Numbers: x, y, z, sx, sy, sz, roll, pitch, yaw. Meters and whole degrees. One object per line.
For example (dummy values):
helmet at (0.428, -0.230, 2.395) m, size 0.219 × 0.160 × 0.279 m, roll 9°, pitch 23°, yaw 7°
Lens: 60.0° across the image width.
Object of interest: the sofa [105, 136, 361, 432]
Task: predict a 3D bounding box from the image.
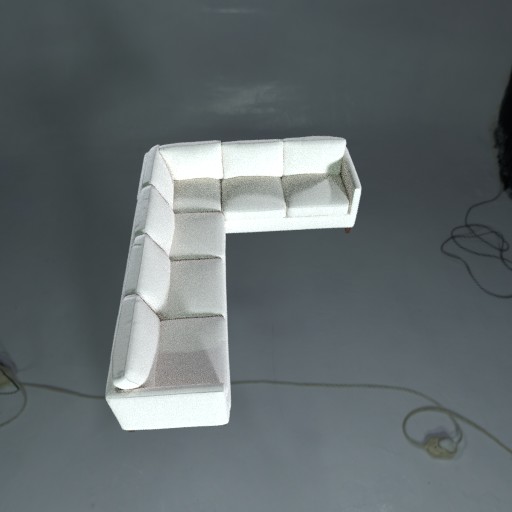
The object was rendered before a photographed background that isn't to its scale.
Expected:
sofa at (0.000, 0.000, 4.679) m, size 2.593 × 0.947 × 3.302 m, roll -3°, pitch 47°, yaw -3°
